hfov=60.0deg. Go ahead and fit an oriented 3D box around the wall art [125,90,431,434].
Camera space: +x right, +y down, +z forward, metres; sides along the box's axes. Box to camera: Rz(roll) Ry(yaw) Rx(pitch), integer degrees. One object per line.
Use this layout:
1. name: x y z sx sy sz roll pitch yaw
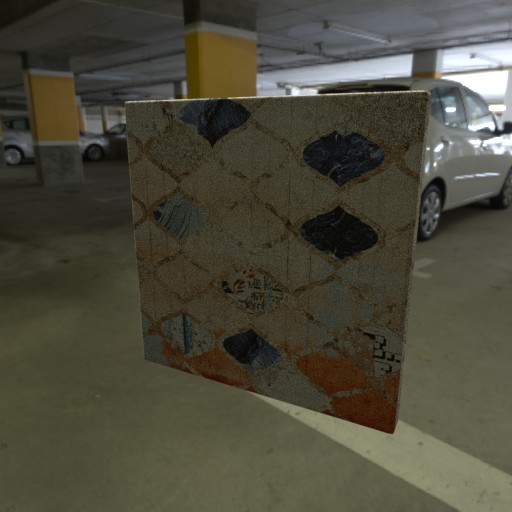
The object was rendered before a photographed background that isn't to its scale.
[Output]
1. wall art: 0.000 0.000 0.753 0.507 0.508 0.038 8 18 27
